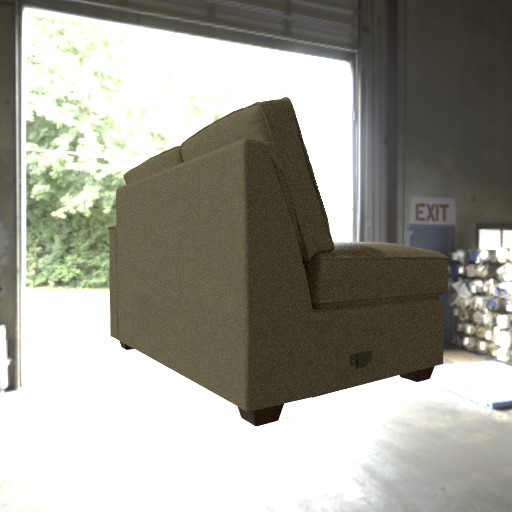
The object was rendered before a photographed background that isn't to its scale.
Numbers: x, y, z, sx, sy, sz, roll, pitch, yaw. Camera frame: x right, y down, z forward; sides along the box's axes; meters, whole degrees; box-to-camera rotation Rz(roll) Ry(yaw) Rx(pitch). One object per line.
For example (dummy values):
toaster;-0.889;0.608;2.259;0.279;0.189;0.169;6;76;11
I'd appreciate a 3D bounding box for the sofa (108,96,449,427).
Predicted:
sofa;0.000;0.000;2.063;0.991;0.989;1.388;0;1;-34
